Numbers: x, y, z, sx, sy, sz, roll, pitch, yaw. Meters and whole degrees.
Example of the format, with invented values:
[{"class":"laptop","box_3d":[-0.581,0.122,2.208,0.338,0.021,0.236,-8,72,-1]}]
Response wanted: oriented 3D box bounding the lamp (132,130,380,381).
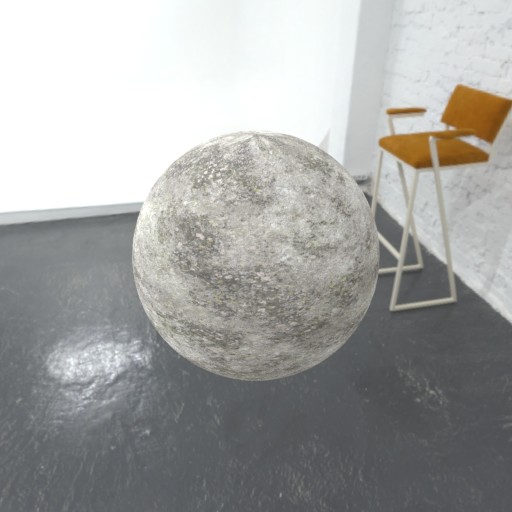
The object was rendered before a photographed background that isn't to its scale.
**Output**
[{"class":"lamp","box_3d":[0.000,0.000,0.784,0.422,0.429,0.422,0,29,0]}]
